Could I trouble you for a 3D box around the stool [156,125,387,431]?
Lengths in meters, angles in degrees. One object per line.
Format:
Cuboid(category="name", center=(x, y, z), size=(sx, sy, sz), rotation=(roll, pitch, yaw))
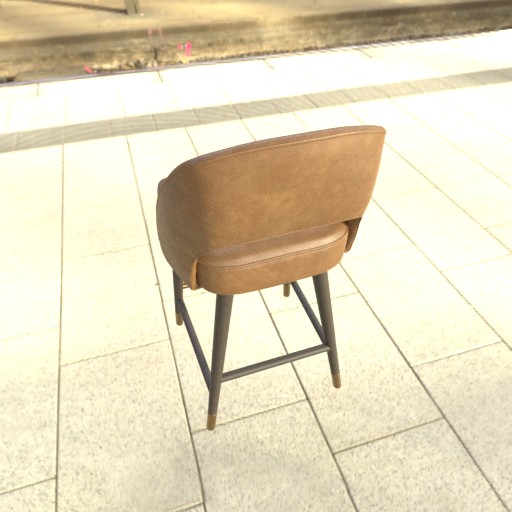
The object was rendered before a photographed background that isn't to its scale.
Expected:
Cuboid(category="stool", center=(0.000, 0.000, 1.217), size=(0.494, 0.940, 0.509), rotation=(-13, 43, -15))
